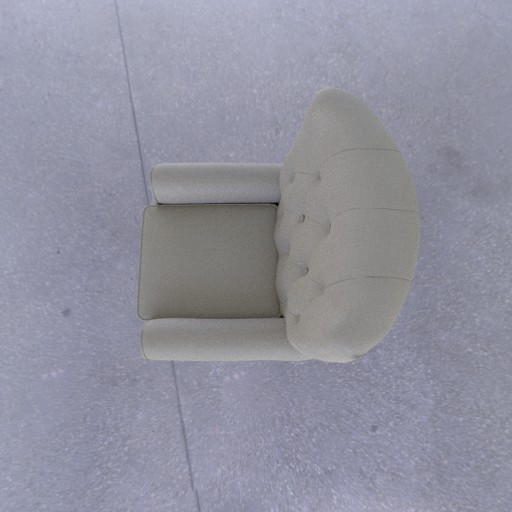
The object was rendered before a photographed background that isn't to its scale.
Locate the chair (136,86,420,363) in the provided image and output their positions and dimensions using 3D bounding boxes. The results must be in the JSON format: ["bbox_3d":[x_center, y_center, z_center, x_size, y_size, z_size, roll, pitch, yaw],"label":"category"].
[{"bbox_3d":[0.000,0.000,1.917,1.059,1.158,0.943,0,74,0],"label":"chair"}]
